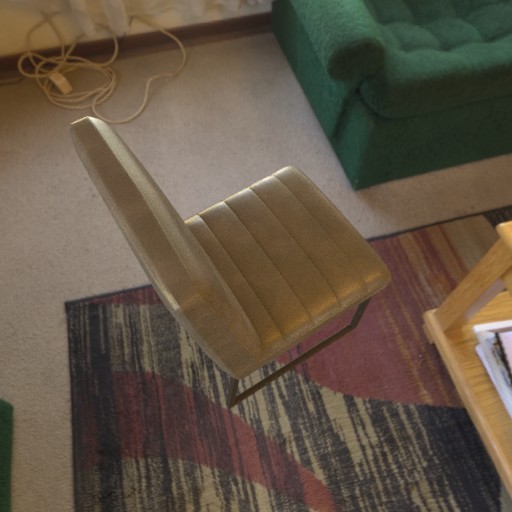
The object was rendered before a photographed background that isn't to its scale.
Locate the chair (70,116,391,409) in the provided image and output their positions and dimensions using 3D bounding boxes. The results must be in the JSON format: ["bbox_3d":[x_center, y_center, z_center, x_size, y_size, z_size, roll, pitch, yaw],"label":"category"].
[{"bbox_3d":[0.000,0.000,1.282,0.634,0.930,0.520,-29,63,-16],"label":"chair"}]
